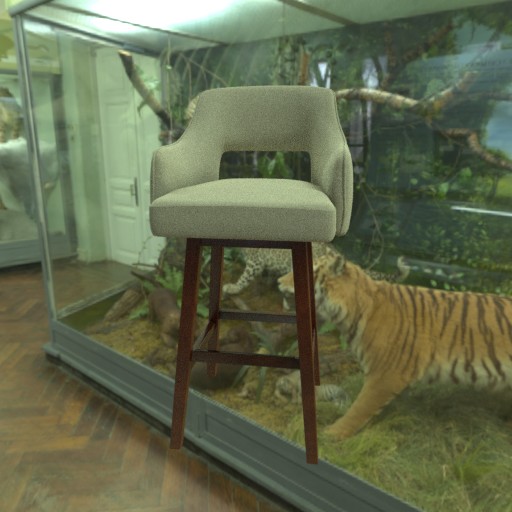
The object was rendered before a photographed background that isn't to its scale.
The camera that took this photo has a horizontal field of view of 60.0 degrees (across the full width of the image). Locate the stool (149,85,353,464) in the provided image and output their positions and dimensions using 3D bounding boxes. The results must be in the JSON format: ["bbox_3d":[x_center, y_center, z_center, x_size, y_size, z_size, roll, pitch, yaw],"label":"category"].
[{"bbox_3d":[0.000,0.000,1.362,0.550,1.041,0.560,2,15,9],"label":"stool"}]
